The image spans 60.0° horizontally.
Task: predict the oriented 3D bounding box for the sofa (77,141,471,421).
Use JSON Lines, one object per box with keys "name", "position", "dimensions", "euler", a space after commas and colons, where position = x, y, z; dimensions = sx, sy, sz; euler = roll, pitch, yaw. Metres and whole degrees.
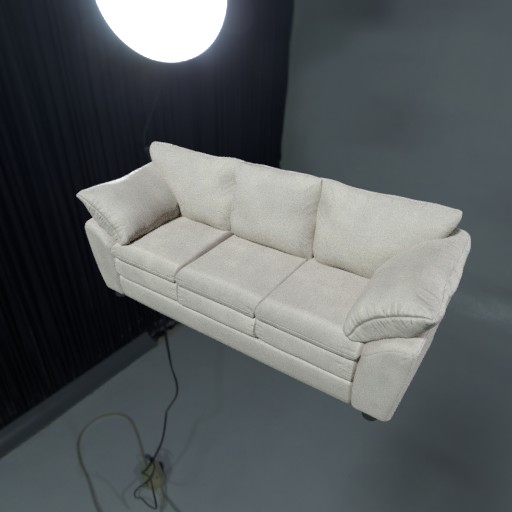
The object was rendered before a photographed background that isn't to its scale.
{"name": "sofa", "position": [0.000, 0.000, 2.766], "dimensions": [2.334, 0.996, 0.878], "euler": [19, 35, 30]}
